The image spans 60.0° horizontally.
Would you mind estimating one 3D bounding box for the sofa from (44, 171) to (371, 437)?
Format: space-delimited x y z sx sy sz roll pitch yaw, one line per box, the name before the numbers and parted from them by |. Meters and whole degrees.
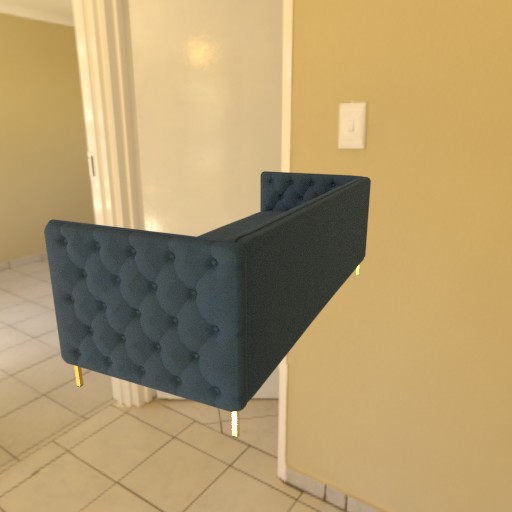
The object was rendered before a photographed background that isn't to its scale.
sofa | 0.000 0.000 2.619 0.895 0.771 2.209 8 18 24
